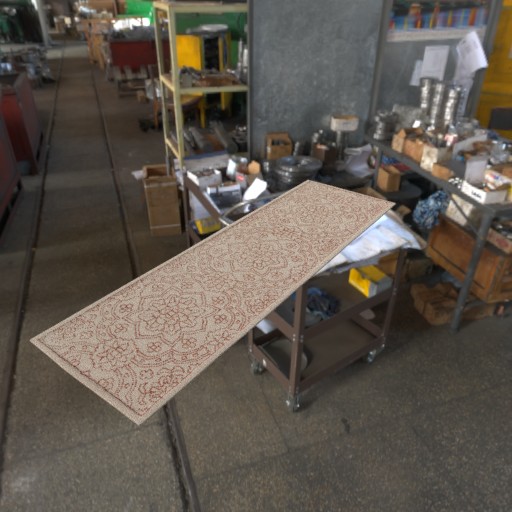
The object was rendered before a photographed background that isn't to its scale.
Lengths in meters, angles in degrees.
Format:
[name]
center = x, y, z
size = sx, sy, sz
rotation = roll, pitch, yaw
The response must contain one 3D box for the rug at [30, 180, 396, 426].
[rug]
center = 0.000, 0.000, 2.664
size = 0.769, 0.012, 2.448
rotation = 22, 38, 31
